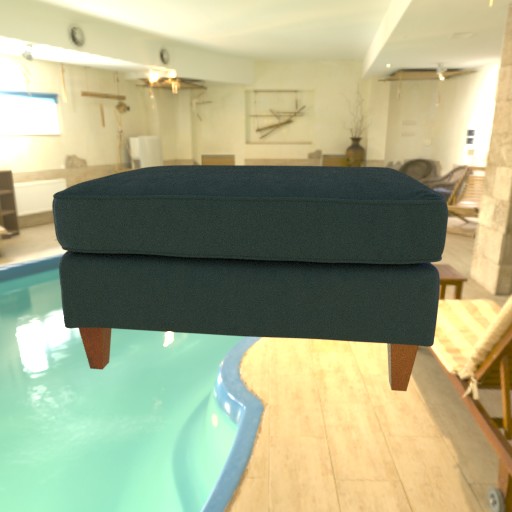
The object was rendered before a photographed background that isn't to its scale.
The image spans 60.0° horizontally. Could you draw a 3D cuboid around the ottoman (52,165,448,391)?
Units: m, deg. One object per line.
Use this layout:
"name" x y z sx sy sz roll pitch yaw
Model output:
"ottoman" 0.000 0.000 1.231 0.862 0.484 0.583 2 16 7
